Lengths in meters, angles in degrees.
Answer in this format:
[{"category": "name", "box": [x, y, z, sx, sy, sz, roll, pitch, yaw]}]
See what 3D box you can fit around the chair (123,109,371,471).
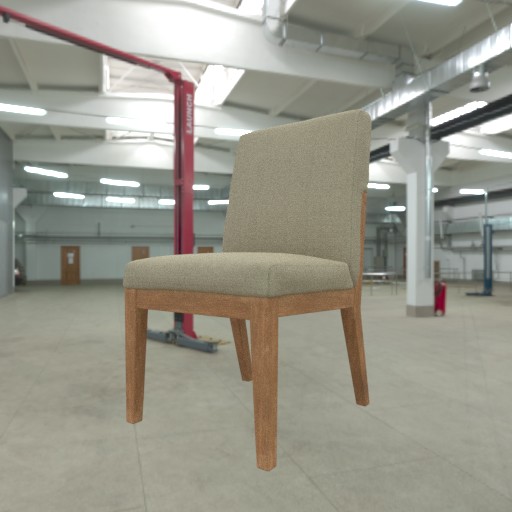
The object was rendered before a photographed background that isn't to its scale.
[{"category": "chair", "box": [0.000, 0.000, 1.295, 0.507, 0.911, 0.586, 0, 0, 37]}]
